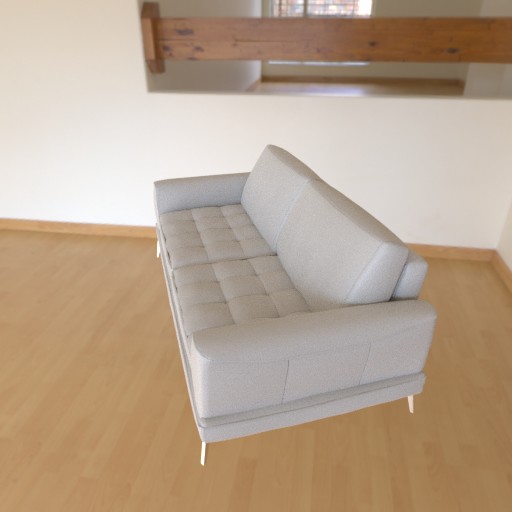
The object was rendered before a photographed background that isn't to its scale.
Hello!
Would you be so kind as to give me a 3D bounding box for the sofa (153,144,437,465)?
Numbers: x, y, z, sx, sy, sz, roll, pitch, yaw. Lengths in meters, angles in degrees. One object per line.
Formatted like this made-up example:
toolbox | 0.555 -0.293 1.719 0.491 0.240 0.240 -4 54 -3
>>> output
sofa | 0.000 0.000 2.731 1.121 0.930 2.177 -8 29 -14
